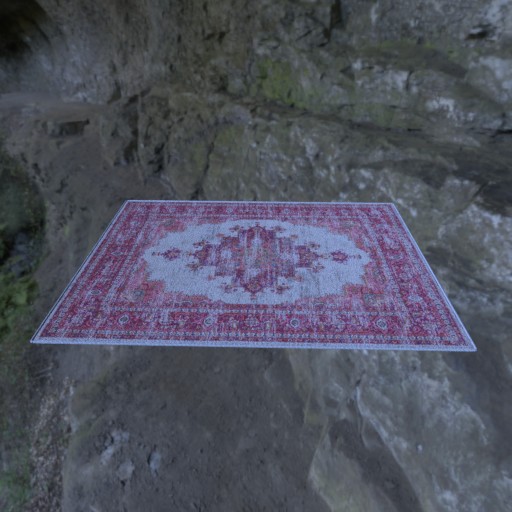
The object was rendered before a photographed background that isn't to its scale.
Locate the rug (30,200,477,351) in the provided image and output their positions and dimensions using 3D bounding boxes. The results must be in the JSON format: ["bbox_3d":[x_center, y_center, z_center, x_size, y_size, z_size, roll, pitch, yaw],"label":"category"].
[{"bbox_3d":[0.000,0.000,4.125,3.123,0.017,2.447,1,31,1],"label":"rug"}]
